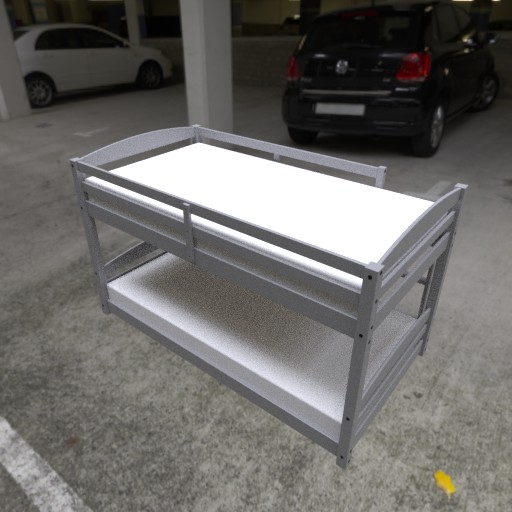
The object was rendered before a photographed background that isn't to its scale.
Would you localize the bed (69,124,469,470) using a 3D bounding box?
[{"bbox_3d":[0.000,0.000,2.789,2.013,1.206,1.105,22,37,33],"label":"bed"}]
